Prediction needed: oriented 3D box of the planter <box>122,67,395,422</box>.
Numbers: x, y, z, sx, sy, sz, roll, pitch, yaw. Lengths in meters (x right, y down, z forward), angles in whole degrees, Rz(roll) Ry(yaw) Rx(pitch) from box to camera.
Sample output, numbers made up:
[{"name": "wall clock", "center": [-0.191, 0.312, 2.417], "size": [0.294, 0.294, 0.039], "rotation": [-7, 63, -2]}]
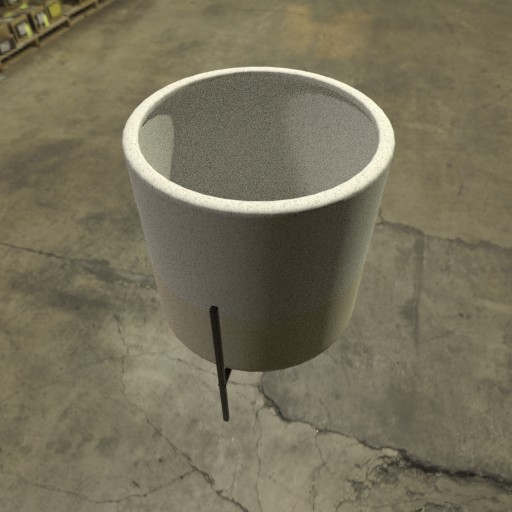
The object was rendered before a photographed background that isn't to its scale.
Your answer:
[{"name": "planter", "center": [0.000, 0.000, 0.656], "size": [0.313, 0.423, 0.335], "rotation": [12, 48, 11]}]
